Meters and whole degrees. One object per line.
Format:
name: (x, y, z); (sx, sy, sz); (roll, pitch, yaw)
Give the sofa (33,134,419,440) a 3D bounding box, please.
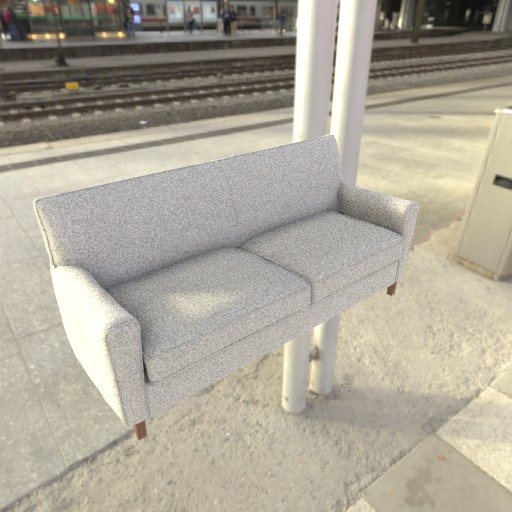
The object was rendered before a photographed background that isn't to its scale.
sofa: (0.000, 0.000, 2.506); (2.026, 0.942, 0.854); (-21, 35, -34)
